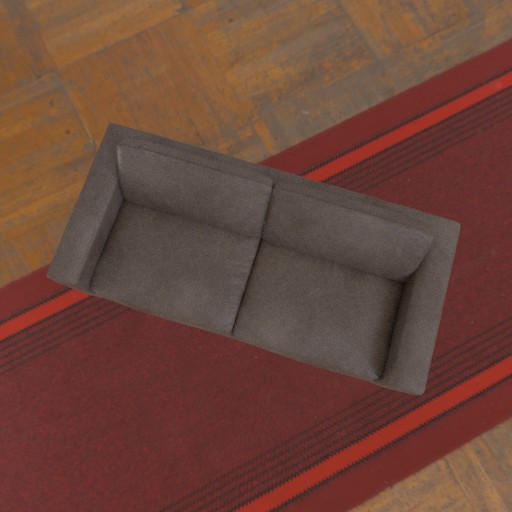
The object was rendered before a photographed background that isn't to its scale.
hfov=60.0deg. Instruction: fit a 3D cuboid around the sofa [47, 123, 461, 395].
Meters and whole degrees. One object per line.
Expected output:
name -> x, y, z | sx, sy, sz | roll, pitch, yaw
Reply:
sofa -> 0.000, 0.000, 2.768 | 2.262, 0.801, 1.070 | 17, 78, 4
